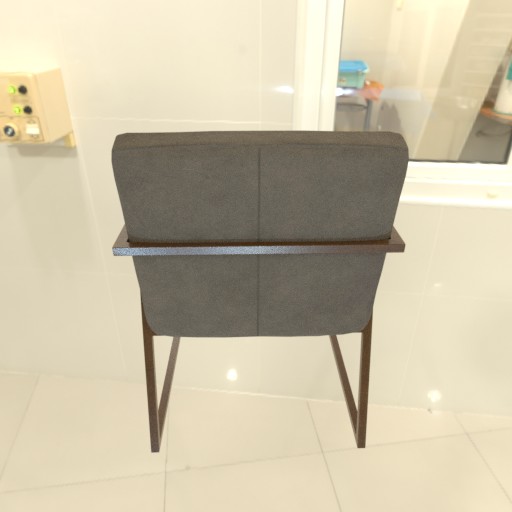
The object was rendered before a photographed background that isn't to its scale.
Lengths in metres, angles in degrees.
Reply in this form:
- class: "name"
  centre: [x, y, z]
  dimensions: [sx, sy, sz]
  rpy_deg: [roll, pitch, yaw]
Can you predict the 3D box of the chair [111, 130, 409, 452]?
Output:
- class: "chair"
  centre: [0.000, 0.000, 1.251]
  dimensions: [0.578, 0.843, 0.682]
  rpy_deg: [-1, 30, -1]
